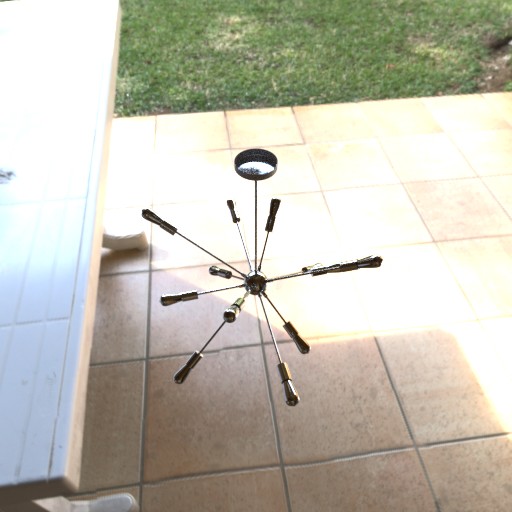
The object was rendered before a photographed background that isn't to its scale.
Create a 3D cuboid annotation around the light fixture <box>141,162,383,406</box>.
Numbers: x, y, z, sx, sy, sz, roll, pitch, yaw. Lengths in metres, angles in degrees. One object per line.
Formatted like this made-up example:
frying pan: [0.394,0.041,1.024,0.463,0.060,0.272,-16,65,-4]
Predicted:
light fixture: [0.000,0.000,1.082,0.509,0.558,0.684,-10,49,-9]
